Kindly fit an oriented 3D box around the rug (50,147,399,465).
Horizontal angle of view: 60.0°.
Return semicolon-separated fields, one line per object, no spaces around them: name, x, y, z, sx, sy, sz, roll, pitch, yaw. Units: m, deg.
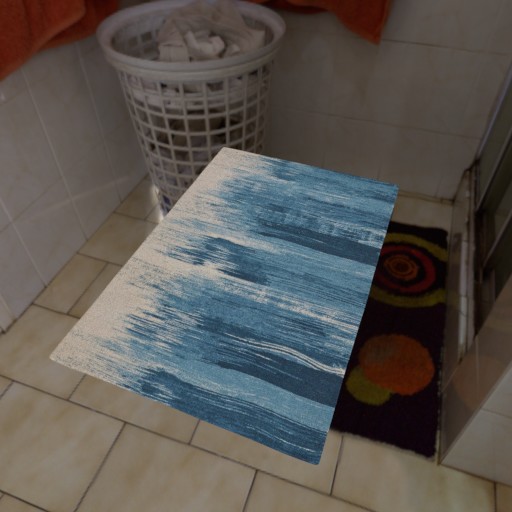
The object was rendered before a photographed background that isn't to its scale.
rug;0.000;0.000;2.369;1.232;0.009;1.836;16;48;15
